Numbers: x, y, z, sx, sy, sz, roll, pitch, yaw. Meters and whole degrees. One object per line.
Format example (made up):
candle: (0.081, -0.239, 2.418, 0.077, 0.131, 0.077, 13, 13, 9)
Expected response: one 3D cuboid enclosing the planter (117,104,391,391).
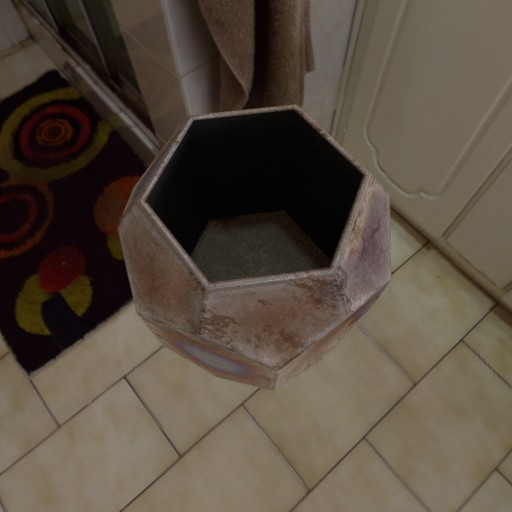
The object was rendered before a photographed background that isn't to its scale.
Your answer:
planter: (0.000, 0.000, 0.434, 0.243, 0.238, 0.221, -35, 70, -15)
